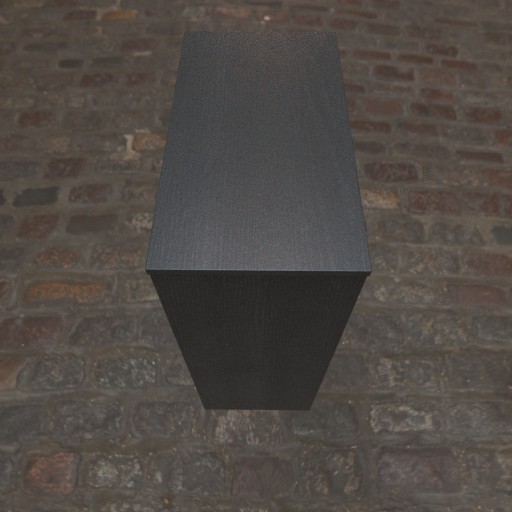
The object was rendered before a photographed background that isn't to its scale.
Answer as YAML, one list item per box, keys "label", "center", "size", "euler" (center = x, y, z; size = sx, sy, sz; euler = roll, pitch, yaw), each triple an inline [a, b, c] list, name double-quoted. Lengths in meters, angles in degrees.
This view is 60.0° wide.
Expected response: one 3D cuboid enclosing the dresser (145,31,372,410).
- label: "dresser"
  center: [0.000, 0.000, 1.365]
  size: [0.398, 1.020, 0.700]
  euler: [0, 58, 0]
